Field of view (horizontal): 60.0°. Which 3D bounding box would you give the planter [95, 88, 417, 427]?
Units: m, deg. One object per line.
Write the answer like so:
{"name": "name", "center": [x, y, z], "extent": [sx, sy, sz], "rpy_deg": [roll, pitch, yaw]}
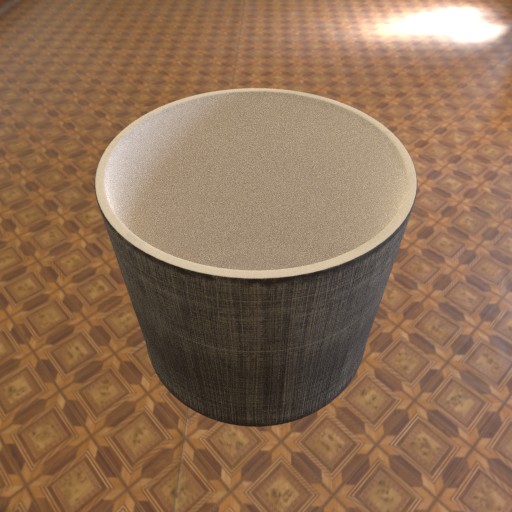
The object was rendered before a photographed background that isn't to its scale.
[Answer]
{"name": "planter", "center": [0.000, 0.000, 0.308], "extent": [0.178, 0.157, 0.178], "rpy_deg": [0, 46, 0]}
